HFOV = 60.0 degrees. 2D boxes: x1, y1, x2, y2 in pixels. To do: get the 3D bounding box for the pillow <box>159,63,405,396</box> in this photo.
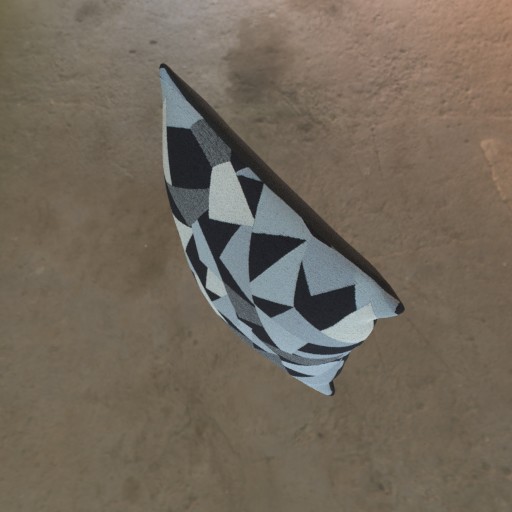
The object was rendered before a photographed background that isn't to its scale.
[{"bbox_3d":[0.000,0.000,0.782,0.208,0.496,0.503,-35,68,-17],"label":"pillow"}]
